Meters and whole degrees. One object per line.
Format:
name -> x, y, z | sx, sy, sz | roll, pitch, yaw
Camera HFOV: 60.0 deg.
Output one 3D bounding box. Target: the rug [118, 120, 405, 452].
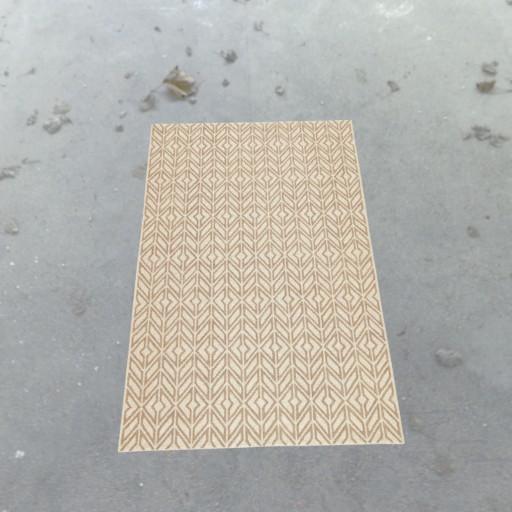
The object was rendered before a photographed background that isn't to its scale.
rug -> 0.000, 0.000, 2.294 | 1.220, 0.007, 1.828 | -1, 63, -1
